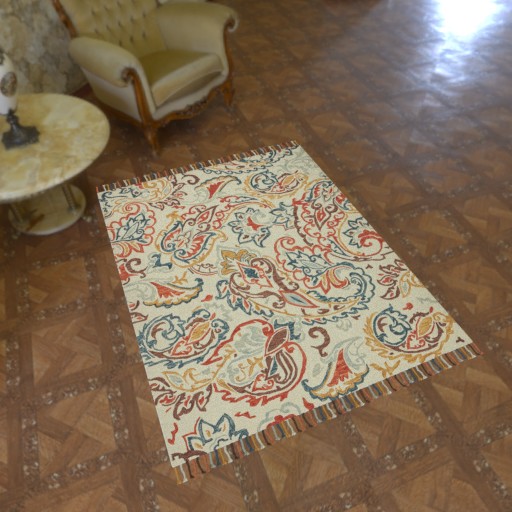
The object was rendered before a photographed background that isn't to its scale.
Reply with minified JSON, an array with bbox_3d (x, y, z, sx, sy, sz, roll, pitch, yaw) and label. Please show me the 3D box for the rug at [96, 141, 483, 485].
[{"bbox_3d":[0.000,0.000,4.140,2.439,0.015,3.274,-17,49,-15],"label":"rug"}]
